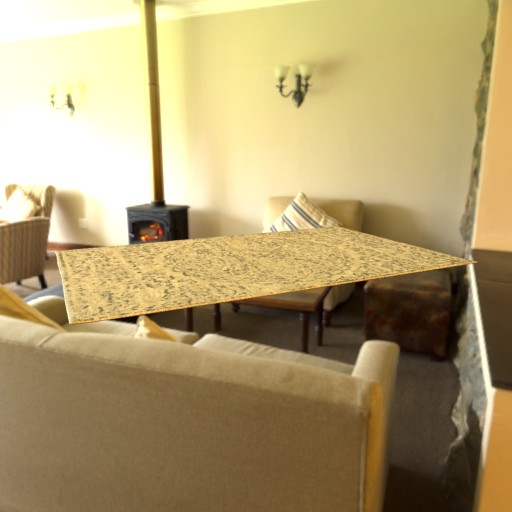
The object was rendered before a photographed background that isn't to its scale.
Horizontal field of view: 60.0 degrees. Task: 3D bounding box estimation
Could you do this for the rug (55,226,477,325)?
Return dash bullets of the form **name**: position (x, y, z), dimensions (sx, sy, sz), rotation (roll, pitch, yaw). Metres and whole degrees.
- **rug**: position (0.000, 0.000, 3.017), dimensions (2.447, 0.021, 1.527), rotation (-6, 15, -25)
